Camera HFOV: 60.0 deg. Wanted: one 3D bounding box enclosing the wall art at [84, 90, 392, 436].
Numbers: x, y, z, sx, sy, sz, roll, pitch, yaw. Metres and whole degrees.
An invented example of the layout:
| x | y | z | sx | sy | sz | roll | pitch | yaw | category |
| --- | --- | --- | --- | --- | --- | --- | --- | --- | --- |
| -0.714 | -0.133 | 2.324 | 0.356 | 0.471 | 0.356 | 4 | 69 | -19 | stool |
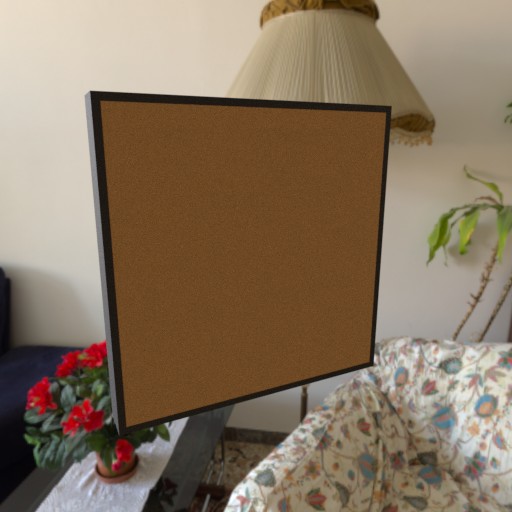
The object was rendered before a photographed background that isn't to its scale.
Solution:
| x | y | z | sx | sy | sz | roll | pitch | yaw | category |
| --- | --- | --- | --- | --- | --- | --- | --- | --- | --- |
| 0.000 | 0.000 | 0.459 | 0.304 | 0.304 | 0.038 | -7 | 16 | -26 | wall art |
